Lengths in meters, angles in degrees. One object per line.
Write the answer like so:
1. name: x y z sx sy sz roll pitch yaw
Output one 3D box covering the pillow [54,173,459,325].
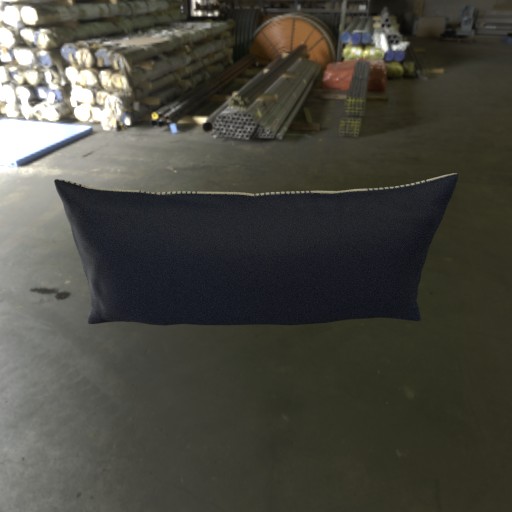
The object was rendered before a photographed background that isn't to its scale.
1. pillow: 0.000 0.000 0.739 0.610 0.287 0.151 -1 31 -1
